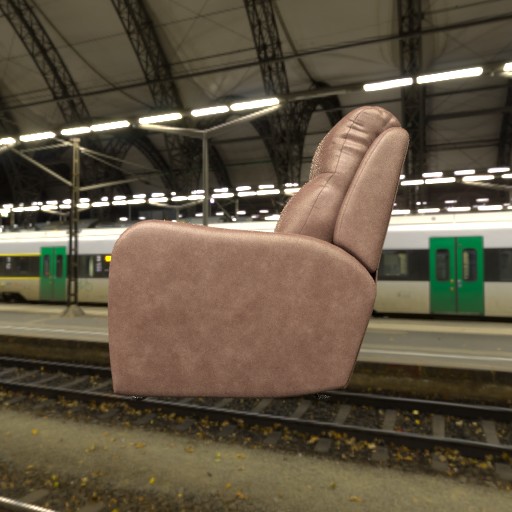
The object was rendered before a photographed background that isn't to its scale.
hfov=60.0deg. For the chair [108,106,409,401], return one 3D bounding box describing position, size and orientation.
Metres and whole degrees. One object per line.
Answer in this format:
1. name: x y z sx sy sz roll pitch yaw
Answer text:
1. chair: 0.000 0.000 1.853 1.067 1.067 0.865 0 -2 0
